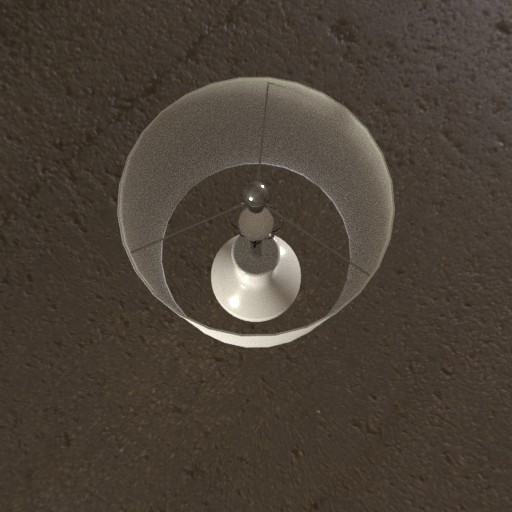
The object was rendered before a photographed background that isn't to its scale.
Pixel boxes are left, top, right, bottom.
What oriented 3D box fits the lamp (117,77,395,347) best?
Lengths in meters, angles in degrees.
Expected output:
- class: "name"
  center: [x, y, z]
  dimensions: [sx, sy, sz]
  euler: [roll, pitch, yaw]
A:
- class: "lamp"
  center: [0.000, 0.000, 0.870]
  dimensions: [0.357, 0.673, 0.357]
  euler: [5, 76, 1]
